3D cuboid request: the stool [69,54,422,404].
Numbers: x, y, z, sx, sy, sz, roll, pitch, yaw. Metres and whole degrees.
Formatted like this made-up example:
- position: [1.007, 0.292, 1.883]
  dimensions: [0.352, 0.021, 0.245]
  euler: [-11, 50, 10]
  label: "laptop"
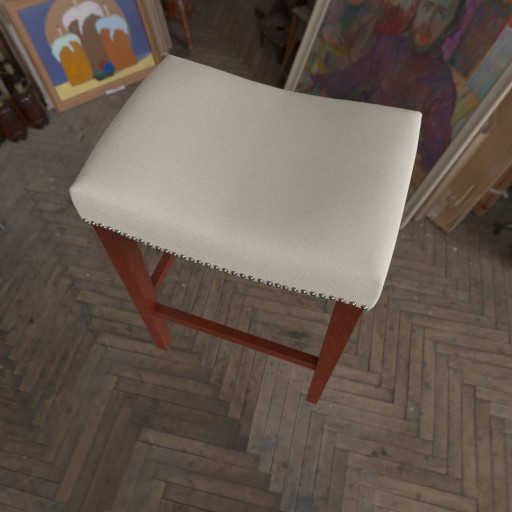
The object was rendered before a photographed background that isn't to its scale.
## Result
- position: [0.000, 0.000, 1.021]
  dimensions: [0.504, 0.742, 0.372]
  euler: [17, 60, 10]
  label: "stool"
